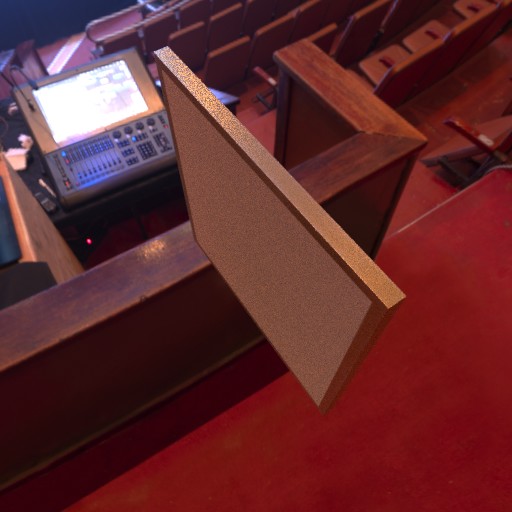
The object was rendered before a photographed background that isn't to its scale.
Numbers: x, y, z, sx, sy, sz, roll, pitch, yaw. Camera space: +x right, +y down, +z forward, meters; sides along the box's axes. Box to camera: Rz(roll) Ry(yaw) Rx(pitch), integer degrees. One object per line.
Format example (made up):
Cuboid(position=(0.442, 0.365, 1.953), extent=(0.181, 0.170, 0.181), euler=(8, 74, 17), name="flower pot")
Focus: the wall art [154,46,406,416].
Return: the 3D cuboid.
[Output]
Cuboid(position=(0.000, 0.000, 1.160), extent=(0.037, 0.760, 0.762), euler=(-30, 63, -17), name="wall art")
